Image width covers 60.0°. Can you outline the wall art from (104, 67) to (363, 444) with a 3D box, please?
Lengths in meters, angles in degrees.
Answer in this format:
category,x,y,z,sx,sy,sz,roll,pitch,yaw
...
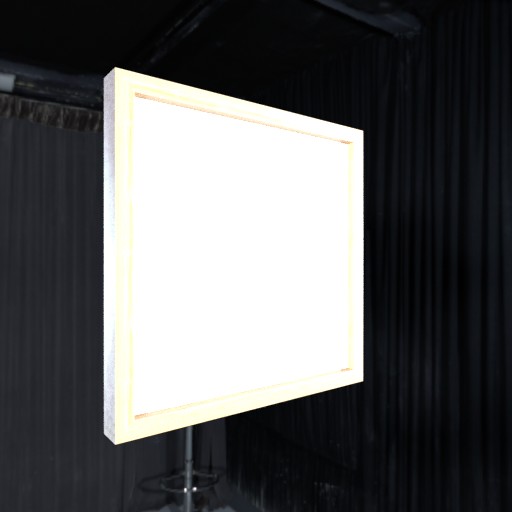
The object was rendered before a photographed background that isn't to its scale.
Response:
category,x,y,z,sx,sy,sz,roll,pitch,yaw
wall art,0.000,0.000,0.458,0.303,0.303,0.028,0,0,-37
